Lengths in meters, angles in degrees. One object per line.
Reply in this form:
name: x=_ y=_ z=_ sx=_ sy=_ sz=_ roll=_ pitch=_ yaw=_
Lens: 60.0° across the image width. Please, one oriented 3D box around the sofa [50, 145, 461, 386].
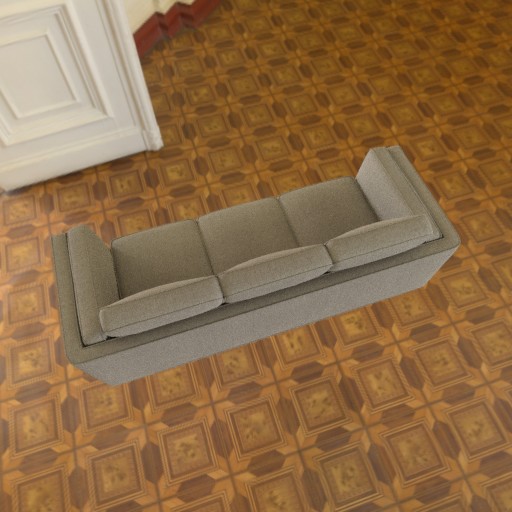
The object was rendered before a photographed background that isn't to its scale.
sofa: x=0.000 y=0.000 z=2.870 sx=2.362 sy=0.899 sz=0.903 roll=-16 pitch=61 yaw=-9
